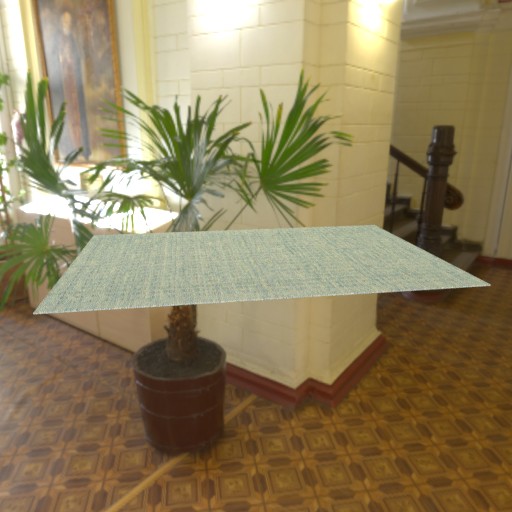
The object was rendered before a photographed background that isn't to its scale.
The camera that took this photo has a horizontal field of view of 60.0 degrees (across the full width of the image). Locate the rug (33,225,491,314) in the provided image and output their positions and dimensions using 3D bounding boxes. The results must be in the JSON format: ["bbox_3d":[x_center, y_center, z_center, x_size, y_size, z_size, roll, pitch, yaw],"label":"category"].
[{"bbox_3d":[0.000,0.000,2.212,1.752,0.006,1.142,-3,17,-9],"label":"rug"}]
